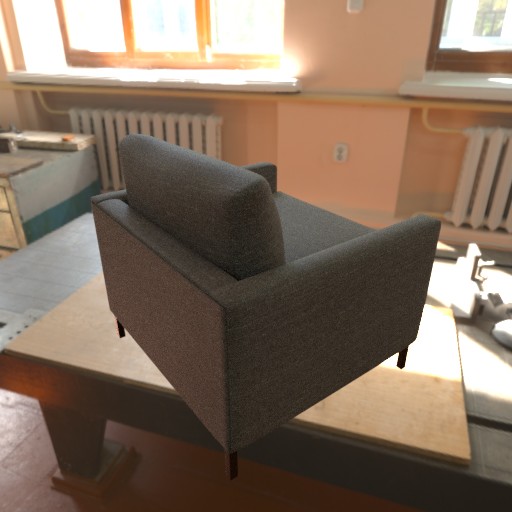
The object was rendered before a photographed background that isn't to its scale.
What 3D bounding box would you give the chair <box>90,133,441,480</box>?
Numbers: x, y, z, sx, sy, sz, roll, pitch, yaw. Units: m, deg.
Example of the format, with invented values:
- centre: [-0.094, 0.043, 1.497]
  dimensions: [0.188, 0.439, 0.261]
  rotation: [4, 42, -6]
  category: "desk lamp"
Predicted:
- centre: [0.000, 0.000, 1.597]
  dimensions: [0.845, 0.841, 0.940]
  rotation: [-19, 32, -33]
  category: "chair"
